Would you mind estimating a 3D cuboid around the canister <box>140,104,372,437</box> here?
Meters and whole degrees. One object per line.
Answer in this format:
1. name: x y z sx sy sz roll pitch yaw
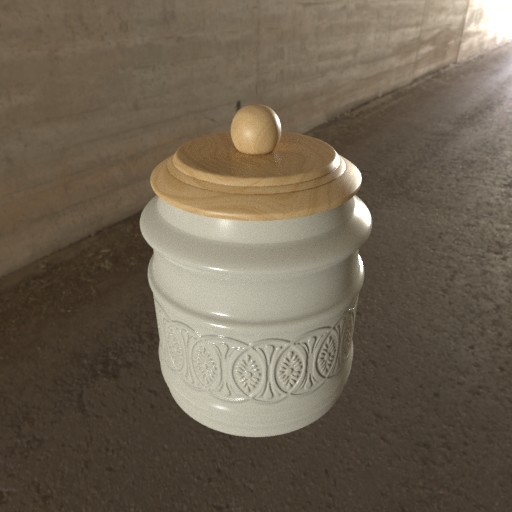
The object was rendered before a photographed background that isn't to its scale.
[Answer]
1. canister: 0.000 0.000 0.268 0.130 0.176 0.130 0 30 0
